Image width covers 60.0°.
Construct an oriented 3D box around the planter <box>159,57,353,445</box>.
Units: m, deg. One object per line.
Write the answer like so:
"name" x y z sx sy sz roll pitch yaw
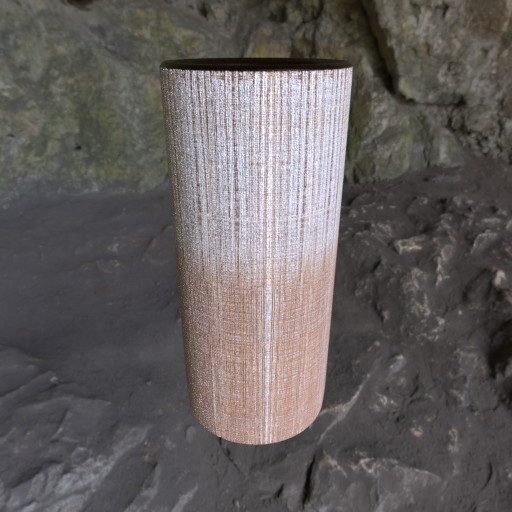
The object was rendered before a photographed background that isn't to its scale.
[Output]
"planter" 0.000 0.000 0.282 0.100 0.227 0.100 8 27 16
